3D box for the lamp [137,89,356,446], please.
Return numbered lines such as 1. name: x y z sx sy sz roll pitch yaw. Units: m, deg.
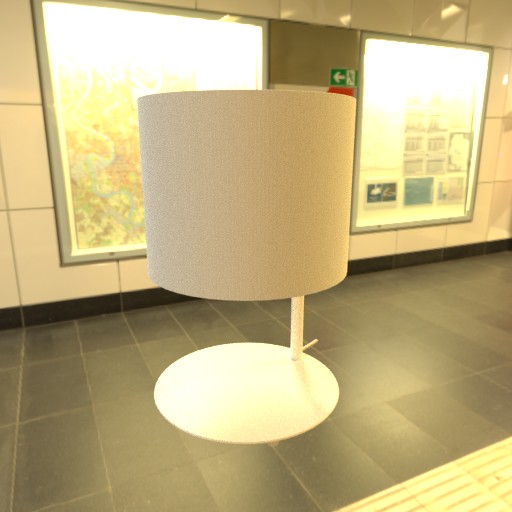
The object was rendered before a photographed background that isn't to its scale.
1. lamp: 0.000 0.000 0.690 0.299 0.454 0.341 14 20 43
